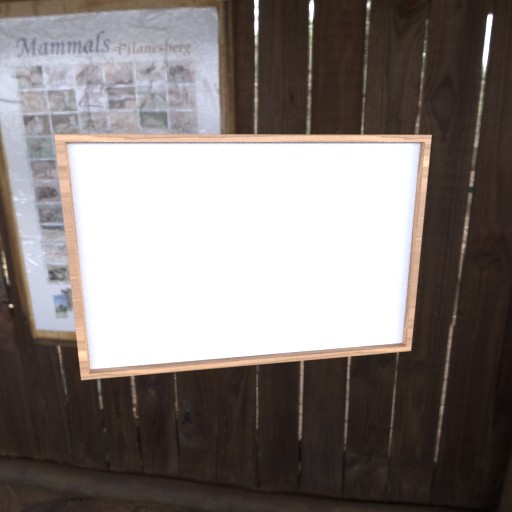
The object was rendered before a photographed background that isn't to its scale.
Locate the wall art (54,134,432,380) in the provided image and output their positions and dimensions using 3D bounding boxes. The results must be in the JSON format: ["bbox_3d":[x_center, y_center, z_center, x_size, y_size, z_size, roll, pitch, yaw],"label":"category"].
[{"bbox_3d":[0.000,0.000,1.430,1.137,0.756,0.034,-3,15,-10],"label":"wall art"}]
